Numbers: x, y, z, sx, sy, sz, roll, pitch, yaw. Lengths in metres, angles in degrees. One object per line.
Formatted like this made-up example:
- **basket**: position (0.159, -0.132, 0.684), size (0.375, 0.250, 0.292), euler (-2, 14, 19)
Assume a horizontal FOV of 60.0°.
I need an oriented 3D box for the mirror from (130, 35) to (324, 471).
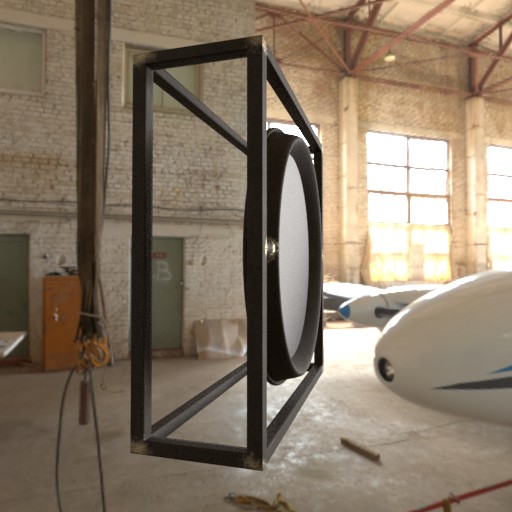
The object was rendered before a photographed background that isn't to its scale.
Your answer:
- **mirror**: position (0.000, 0.000, 0.468), size (0.107, 0.303, 0.306), euler (0, -1, 17)
